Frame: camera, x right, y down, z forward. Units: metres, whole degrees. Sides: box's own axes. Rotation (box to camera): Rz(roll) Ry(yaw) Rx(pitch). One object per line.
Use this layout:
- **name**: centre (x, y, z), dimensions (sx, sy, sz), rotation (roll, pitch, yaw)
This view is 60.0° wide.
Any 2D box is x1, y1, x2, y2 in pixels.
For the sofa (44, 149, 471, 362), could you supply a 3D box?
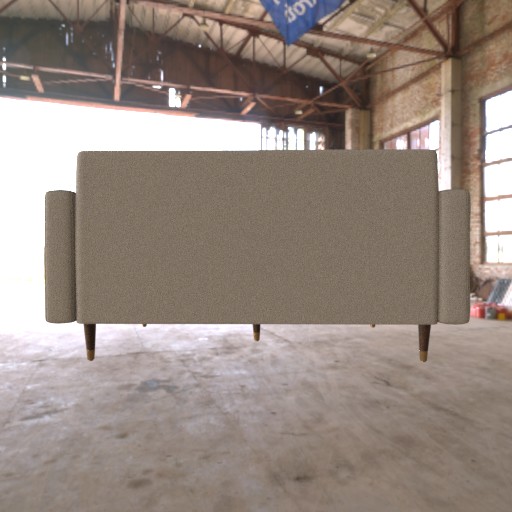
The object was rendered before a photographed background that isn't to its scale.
- **sofa**: centre (0.000, 0.000, 2.092), dimensions (1.585, 0.801, 0.950), rotation (0, 0, 1)
